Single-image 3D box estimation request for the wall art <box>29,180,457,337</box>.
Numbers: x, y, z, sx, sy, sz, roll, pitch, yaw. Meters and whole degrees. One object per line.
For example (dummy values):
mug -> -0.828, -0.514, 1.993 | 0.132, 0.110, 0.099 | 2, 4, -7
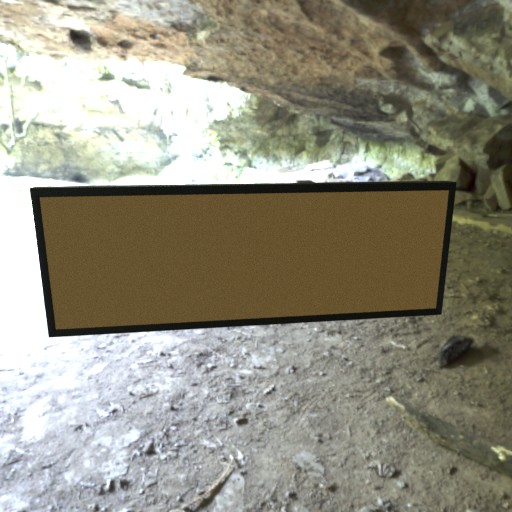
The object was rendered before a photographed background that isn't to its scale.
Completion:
wall art -> 0.000, 0.000, 0.942 | 0.860, 0.303, 0.037 | -2, 15, -8
